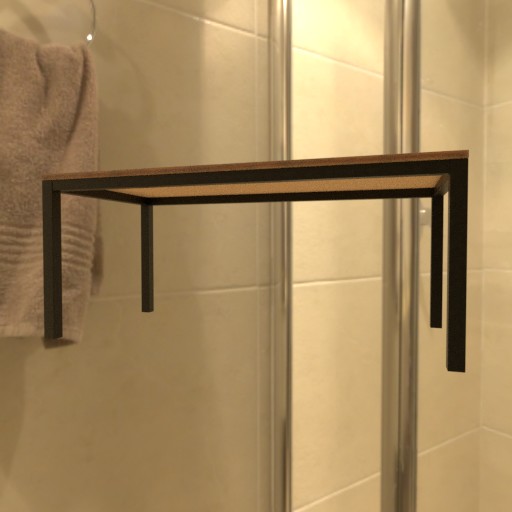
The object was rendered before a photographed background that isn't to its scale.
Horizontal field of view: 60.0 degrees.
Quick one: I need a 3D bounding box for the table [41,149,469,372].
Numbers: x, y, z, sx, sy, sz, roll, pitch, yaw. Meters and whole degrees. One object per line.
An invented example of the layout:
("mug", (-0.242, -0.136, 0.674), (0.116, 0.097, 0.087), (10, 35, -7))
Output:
("table", (0.000, 0.000, 2.219), (1.805, 0.767, 0.893), (1, 2, 18))
